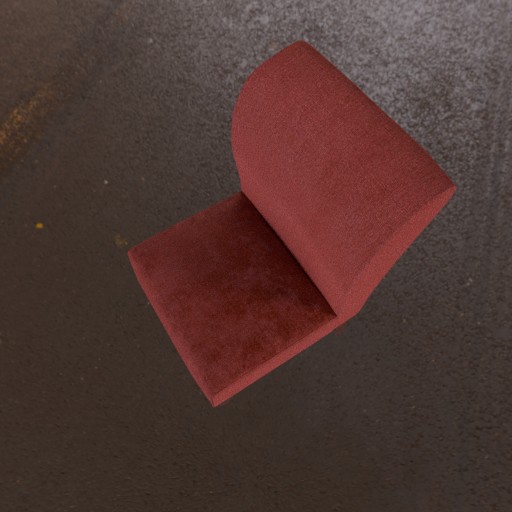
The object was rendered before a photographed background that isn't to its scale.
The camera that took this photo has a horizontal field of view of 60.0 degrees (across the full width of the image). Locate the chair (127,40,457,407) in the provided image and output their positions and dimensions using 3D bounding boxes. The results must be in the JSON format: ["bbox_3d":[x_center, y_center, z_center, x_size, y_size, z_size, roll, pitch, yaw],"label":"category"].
[{"bbox_3d":[0.000,0.000,1.269,0.640,0.846,0.538,-29,67,-14],"label":"chair"}]
